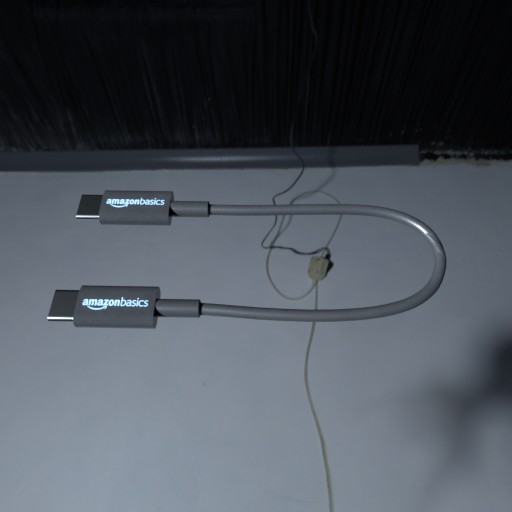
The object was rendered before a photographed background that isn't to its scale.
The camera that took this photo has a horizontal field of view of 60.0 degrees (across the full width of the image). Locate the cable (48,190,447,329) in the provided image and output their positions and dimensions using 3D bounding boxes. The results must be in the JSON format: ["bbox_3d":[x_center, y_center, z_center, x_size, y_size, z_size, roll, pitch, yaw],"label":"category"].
[{"bbox_3d":[0.000,0.000,0.115,0.098,0.005,0.041,1,59,1],"label":"cable"}]
